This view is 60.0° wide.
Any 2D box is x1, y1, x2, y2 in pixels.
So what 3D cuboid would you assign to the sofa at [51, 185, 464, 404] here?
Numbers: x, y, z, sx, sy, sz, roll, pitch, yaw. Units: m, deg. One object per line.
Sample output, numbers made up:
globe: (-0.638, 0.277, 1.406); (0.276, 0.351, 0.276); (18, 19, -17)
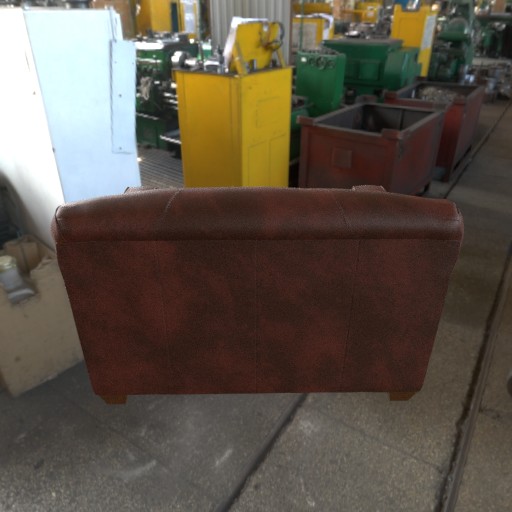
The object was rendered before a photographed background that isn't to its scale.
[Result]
sofa: (0.000, 0.000, 2.066); (1.413, 0.956, 1.000); (0, 30, -1)
